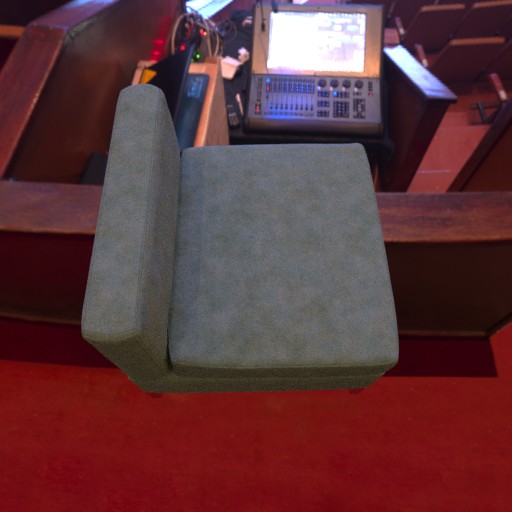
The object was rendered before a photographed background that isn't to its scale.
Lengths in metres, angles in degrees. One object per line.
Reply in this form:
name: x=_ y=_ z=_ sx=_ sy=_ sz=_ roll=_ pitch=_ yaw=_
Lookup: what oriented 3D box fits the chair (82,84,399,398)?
chair: x=0.000 y=0.000 z=1.242 sx=0.685 sy=0.660 sz=0.684 roll=-1 pitch=63 yaw=-1
